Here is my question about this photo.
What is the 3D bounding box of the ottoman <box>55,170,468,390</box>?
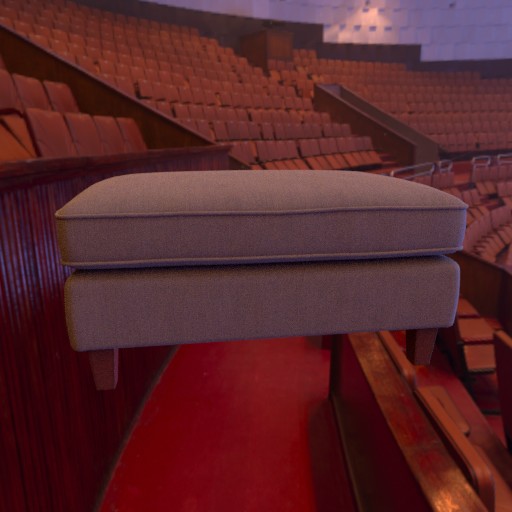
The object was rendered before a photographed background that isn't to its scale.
[{"bbox_3d":[0.000,0.000,1.292,0.941,0.480,0.636,-2,15,-8],"label":"ottoman"}]
